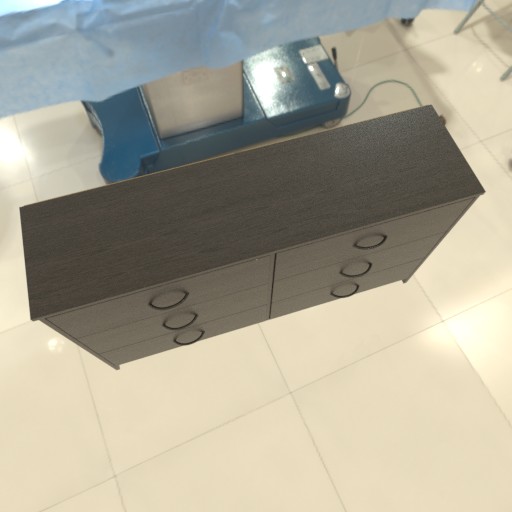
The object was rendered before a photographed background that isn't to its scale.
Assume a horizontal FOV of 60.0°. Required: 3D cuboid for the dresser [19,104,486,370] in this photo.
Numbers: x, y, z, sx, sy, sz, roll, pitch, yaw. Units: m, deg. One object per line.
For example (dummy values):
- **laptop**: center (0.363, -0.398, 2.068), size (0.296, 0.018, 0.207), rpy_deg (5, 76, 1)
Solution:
- **dresser**: center (0.000, 0.000, 1.673), size (1.360, 0.755, 0.401), rpy_deg (-16, 66, -7)
